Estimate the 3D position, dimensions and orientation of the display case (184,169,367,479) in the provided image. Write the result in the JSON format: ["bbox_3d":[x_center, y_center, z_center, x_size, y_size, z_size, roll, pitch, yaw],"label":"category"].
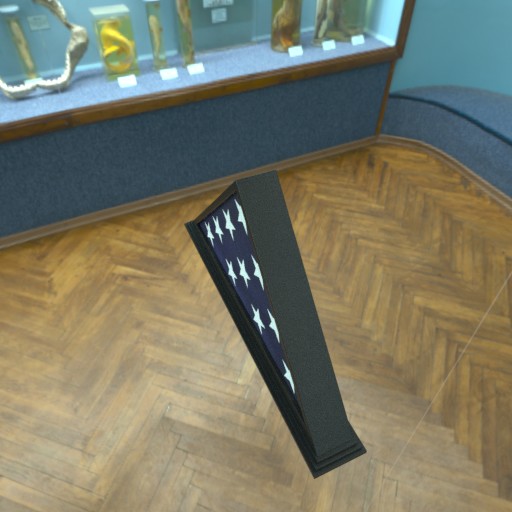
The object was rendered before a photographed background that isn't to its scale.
[{"bbox_3d":[0.000,0.000,0.773,0.095,0.340,0.640,-18,48,-17],"label":"display case"}]
